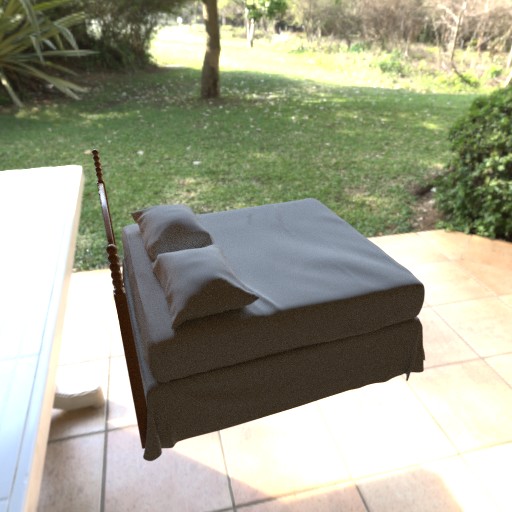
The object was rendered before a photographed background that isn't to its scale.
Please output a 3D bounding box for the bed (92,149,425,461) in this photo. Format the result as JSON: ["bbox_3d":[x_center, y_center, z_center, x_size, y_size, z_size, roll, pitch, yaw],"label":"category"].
[{"bbox_3d":[0.000,0.000,3.268,2.040,1.356,1.873,-10,31,-17],"label":"bed"}]
